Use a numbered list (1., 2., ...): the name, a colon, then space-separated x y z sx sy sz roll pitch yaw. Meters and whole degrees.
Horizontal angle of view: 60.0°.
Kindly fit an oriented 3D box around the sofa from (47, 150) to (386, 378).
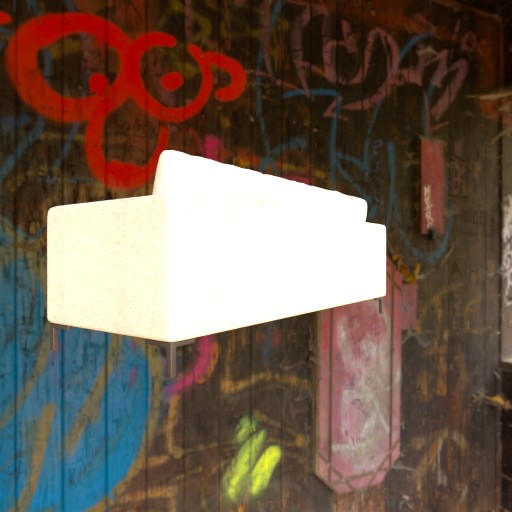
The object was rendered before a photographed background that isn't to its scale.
1. sofa: 0.000 0.000 2.719 0.859 0.874 2.218 0 0 36
